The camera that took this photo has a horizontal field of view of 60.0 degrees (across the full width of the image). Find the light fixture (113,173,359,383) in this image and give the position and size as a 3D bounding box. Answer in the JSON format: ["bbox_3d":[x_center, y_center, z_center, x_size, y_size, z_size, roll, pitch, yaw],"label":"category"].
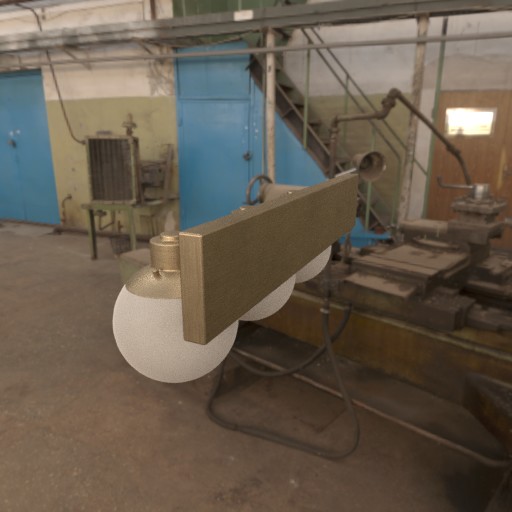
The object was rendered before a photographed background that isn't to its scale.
[{"bbox_3d":[0.000,0.000,0.868,0.218,0.263,0.721,8,18,25],"label":"light fixture"}]
